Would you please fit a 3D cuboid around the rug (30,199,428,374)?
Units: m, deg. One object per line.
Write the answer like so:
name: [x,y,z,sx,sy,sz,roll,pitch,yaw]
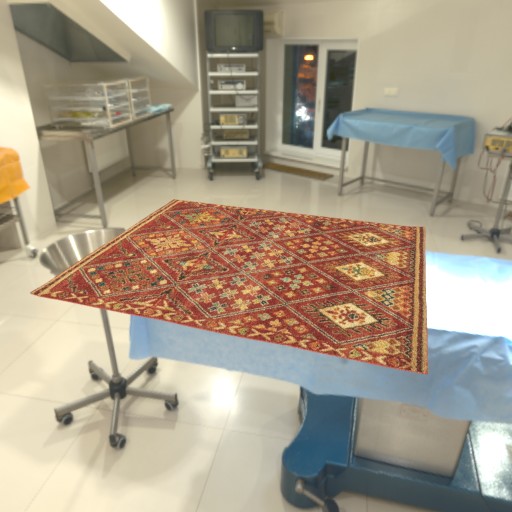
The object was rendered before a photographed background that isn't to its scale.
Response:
rug: [0.000,0.000,4.237,3.086,0.030,2.489,8,27,16]
